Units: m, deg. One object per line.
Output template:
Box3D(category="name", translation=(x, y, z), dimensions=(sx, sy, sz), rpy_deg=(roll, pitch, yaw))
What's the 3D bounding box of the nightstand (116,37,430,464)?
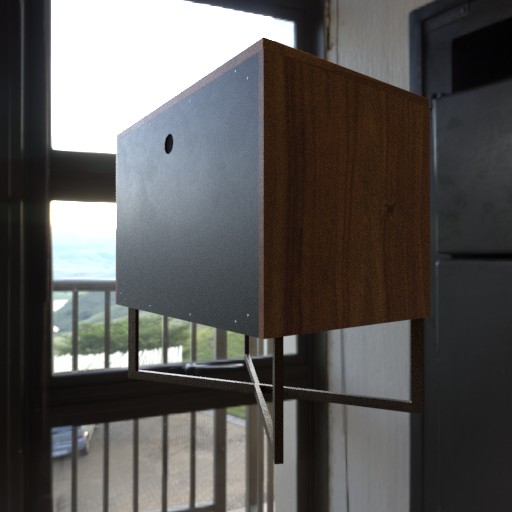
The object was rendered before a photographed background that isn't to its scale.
Box3D(category="nightstand", translation=(0.000, 0.000, 0.997), dimensions=(0.427, 0.615, 0.613), rpy_deg=(0, -1, -36))
